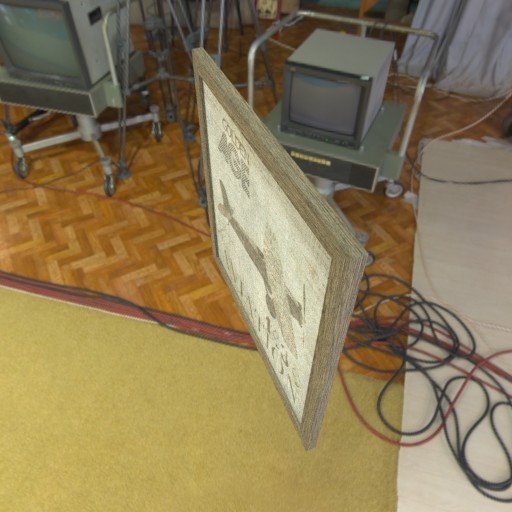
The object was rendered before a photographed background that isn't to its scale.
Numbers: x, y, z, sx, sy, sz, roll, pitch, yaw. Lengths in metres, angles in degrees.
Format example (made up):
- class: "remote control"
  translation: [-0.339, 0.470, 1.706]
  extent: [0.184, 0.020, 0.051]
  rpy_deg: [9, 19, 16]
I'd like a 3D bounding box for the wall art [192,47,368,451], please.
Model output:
- class: "wall art"
  translation: [0.000, 0.000, 0.762]
  extent: [0.019, 0.508, 0.508]
  rpy_deg: [-17, 50, -15]
